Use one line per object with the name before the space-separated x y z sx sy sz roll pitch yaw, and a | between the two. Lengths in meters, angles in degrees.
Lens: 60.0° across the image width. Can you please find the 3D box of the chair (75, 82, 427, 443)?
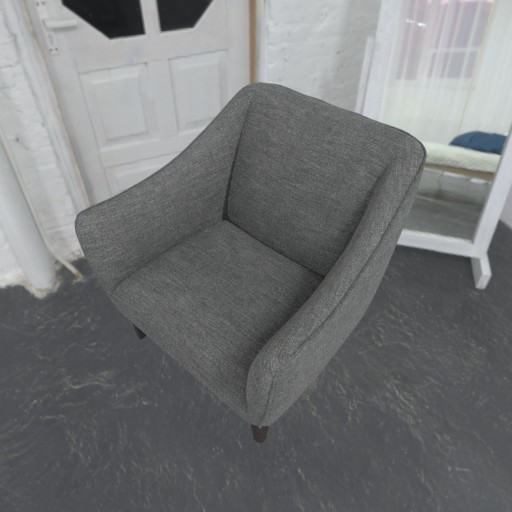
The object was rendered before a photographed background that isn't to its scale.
chair | 0.000 0.000 1.565 0.870 0.829 0.851 32 53 28
